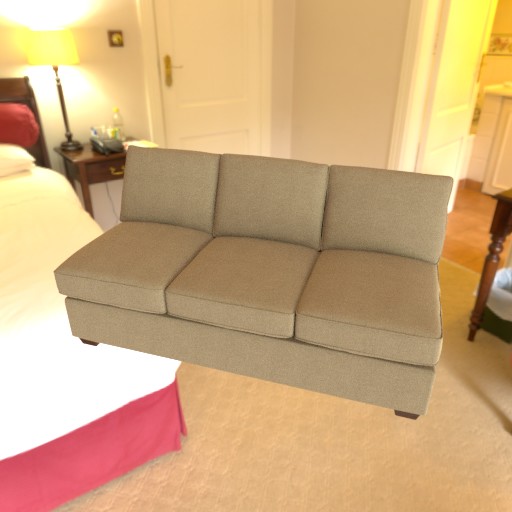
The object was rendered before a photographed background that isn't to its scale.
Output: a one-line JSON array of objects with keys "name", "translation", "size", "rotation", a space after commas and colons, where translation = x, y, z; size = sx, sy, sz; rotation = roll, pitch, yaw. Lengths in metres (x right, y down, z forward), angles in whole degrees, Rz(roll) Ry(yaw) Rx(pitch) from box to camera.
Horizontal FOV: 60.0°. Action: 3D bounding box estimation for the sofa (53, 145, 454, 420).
[{"name": "sofa", "translation": [0.000, 0.000, 2.663], "size": [2.092, 1.036, 1.127], "rotation": [8, 28, 16]}]
